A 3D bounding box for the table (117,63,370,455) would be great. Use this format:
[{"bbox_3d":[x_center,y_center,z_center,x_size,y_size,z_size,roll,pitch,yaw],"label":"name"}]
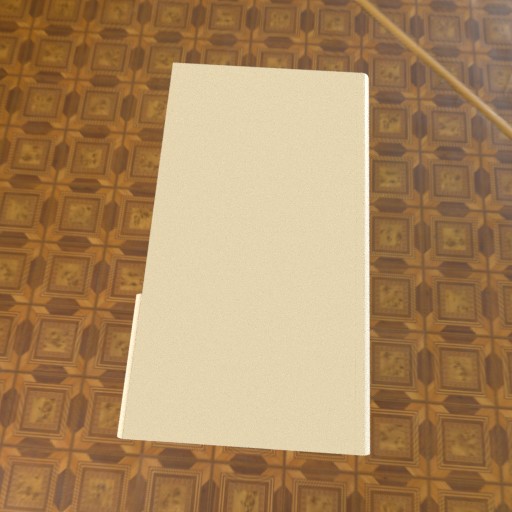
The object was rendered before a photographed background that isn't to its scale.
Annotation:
[{"bbox_3d":[0.000,0.000,1.447,0.639,0.442,1.097,4,75,1],"label":"table"}]
